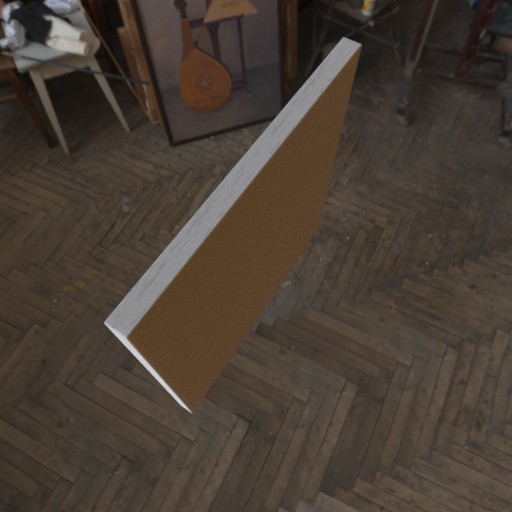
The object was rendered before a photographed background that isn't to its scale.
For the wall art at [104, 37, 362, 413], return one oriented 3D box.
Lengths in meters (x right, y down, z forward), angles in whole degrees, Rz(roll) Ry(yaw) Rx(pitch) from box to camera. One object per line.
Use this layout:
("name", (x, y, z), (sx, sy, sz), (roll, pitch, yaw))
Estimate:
("wall art", (0.000, 0.000, 1.916), (0.078, 1.288, 1.287), (30, 66, 14))
